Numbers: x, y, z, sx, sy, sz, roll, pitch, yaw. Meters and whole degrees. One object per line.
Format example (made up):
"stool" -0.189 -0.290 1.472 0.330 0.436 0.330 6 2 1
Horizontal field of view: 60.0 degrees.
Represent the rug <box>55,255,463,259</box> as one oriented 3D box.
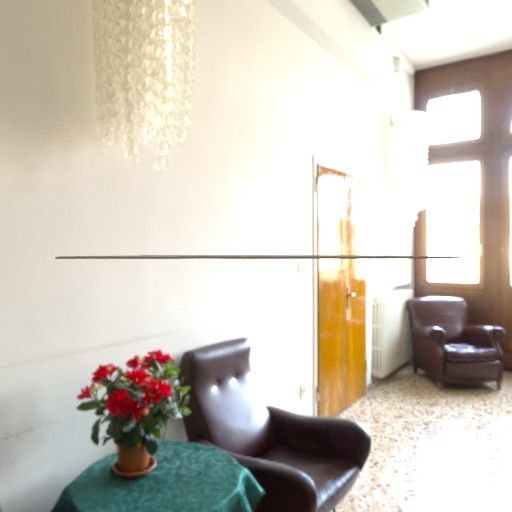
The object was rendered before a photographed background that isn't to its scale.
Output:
"rug" 0.000 0.000 4.319 2.448 0.020 3.359 0 0 -1
